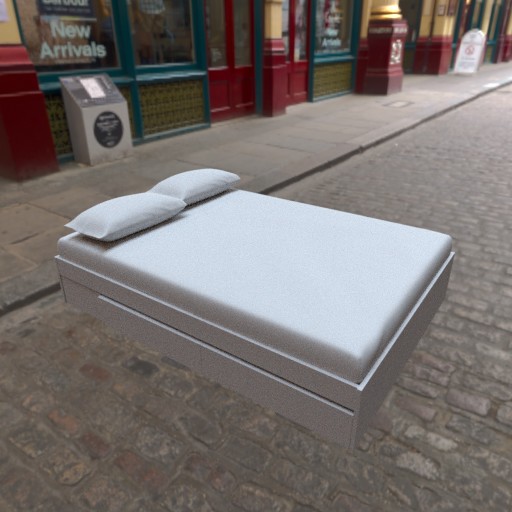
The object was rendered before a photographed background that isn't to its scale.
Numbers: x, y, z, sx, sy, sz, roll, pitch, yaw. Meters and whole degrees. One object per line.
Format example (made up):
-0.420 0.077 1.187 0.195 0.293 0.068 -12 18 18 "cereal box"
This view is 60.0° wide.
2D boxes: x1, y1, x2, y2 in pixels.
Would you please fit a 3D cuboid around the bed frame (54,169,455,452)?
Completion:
0.000 0.000 2.670 1.950 0.629 1.450 17 31 31 "bed frame"
